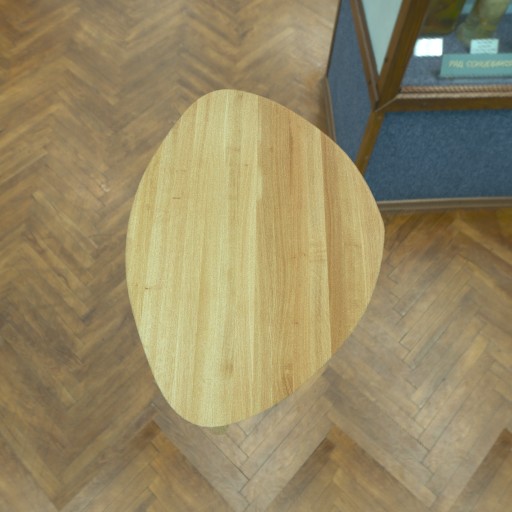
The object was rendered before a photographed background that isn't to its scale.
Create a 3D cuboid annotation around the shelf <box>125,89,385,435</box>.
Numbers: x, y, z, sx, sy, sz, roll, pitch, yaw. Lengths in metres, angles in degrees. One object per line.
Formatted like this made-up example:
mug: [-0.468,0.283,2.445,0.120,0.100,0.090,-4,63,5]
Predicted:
shelf: [0.000,0.000,1.658,0.845,0.440,1.246,0,63,0]
